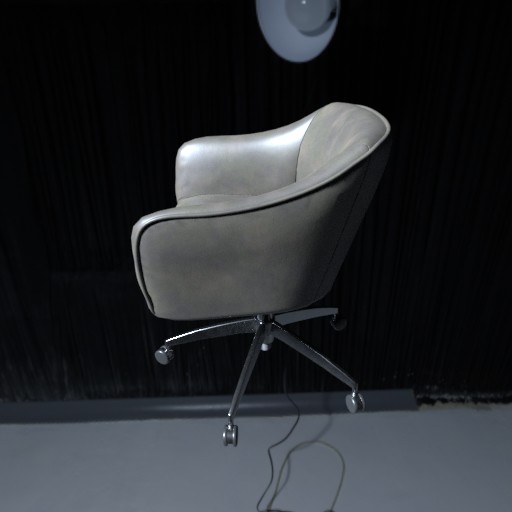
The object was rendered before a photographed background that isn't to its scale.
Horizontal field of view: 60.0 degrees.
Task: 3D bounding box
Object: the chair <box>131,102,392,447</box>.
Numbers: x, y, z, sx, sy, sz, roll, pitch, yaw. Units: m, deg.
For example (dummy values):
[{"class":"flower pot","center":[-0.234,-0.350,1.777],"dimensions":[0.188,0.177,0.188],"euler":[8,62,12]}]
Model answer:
[{"class":"chair","center":[0.000,0.000,1.328],"dimensions":[0.689,0.827,0.713],"euler":[0,28,0]}]
